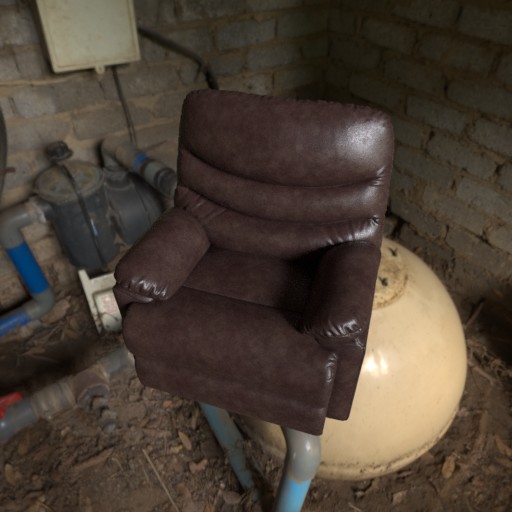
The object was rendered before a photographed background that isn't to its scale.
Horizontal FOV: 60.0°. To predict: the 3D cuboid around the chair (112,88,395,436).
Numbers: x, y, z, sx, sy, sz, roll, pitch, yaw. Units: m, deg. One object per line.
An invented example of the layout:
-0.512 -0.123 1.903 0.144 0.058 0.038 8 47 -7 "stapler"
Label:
0.000 0.000 1.729 0.940 1.041 0.879 11 41 13 "chair"
